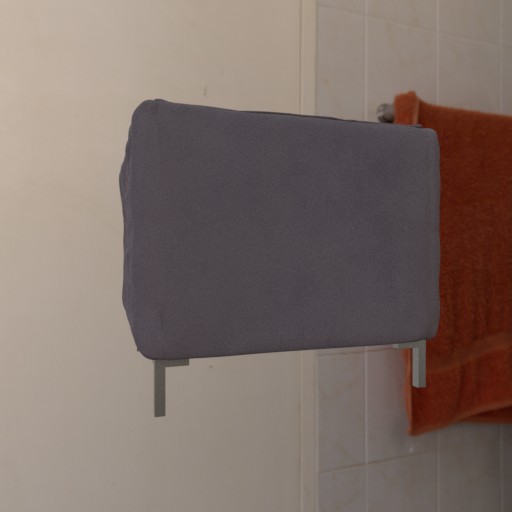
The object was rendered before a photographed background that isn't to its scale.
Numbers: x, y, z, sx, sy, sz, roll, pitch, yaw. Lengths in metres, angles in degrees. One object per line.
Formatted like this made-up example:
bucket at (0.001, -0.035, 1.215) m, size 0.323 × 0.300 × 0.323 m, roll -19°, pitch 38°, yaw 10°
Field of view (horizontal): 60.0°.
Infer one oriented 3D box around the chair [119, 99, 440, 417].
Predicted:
chair at (0.000, 0.000, 1.623) m, size 0.946 × 0.807 × 0.913 m, roll 0°, pitch 0°, yaw -18°
